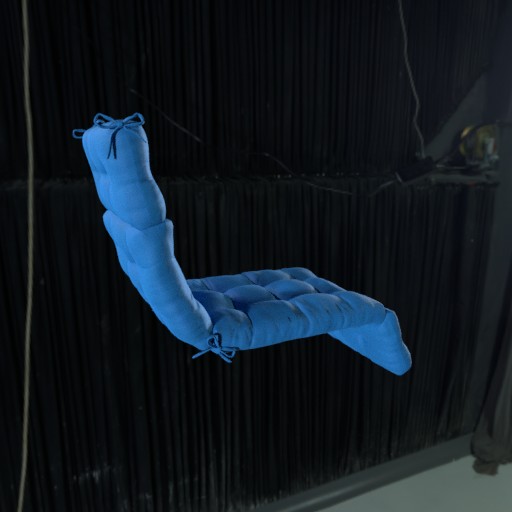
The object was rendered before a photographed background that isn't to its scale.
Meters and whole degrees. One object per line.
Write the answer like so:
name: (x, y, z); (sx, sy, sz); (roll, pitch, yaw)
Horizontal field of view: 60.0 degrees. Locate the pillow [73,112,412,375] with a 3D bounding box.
pillow: (0.000, 0.000, 1.464); (1.016, 0.863, 0.526); (-7, 15, -26)
